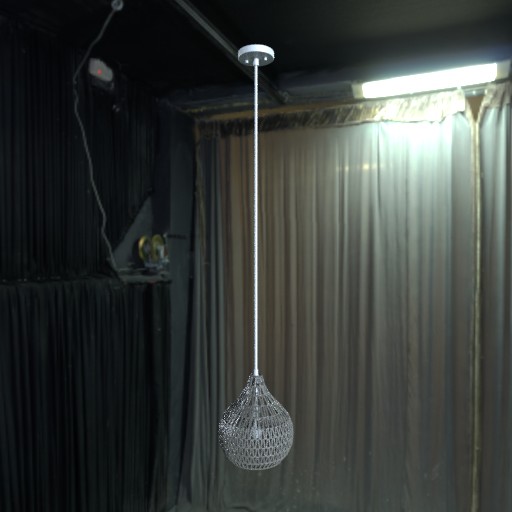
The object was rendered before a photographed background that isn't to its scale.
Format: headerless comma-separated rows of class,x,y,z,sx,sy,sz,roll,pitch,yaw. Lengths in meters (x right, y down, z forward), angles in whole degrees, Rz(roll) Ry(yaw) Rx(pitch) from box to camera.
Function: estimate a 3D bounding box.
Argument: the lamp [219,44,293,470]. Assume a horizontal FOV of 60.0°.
lamp,0.000,0.000,2.102,0.355,1.919,0.355,0,1,18
